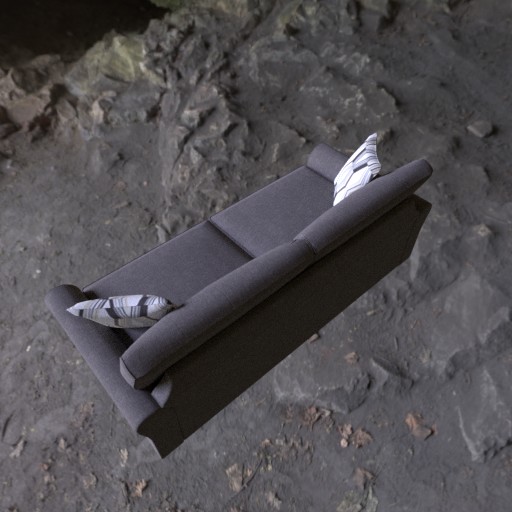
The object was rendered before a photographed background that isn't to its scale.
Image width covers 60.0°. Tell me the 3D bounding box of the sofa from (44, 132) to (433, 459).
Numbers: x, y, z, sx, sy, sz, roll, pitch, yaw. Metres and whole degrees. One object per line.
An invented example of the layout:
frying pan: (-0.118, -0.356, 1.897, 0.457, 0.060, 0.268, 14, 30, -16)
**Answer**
sofa: (0.000, 0.000, 2.463, 2.032, 0.813, 0.889, -33, 55, -27)
